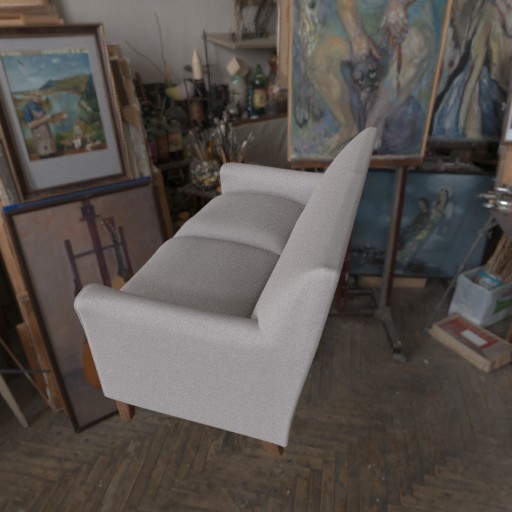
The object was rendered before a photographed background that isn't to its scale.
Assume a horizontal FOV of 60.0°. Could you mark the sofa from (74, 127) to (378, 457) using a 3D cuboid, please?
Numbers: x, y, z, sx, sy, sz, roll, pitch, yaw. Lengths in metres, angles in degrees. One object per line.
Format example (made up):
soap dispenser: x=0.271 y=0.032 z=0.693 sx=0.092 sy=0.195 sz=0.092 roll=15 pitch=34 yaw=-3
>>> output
sofa: x=0.000 y=0.000 z=2.041 sx=0.888 sy=0.890 sz=1.482 roll=9 pitch=32 yaw=15
